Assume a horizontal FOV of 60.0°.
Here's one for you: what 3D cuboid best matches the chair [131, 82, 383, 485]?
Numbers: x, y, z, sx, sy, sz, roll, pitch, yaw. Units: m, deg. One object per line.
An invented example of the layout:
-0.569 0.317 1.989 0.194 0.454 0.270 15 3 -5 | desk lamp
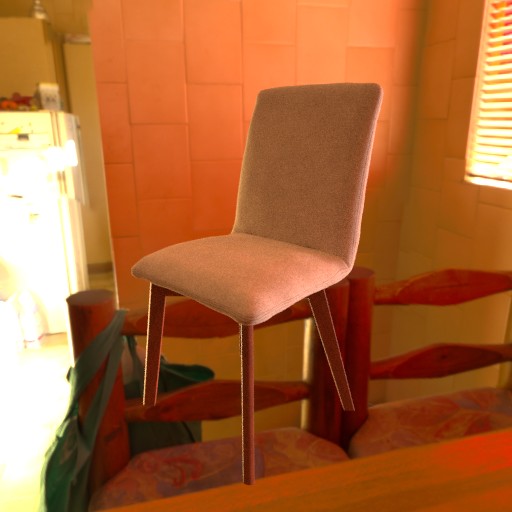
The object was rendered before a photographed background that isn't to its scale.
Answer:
0.000 0.000 1.301 0.522 0.974 0.563 15 22 42 | chair
